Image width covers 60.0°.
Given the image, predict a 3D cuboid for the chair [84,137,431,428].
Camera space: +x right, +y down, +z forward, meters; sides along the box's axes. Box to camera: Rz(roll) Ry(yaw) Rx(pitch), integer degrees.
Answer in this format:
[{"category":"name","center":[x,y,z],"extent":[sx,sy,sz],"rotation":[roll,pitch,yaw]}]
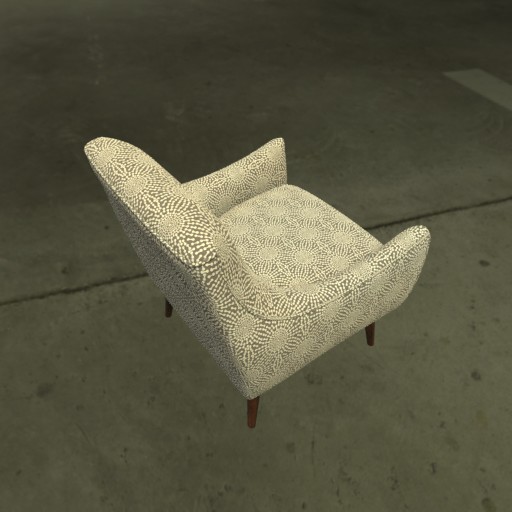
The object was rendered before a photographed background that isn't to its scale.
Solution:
[{"category":"chair","center":[0.000,0.000,1.476],"extent":[0.787,0.838,0.762],"rotation":[-26,47,-26]}]
